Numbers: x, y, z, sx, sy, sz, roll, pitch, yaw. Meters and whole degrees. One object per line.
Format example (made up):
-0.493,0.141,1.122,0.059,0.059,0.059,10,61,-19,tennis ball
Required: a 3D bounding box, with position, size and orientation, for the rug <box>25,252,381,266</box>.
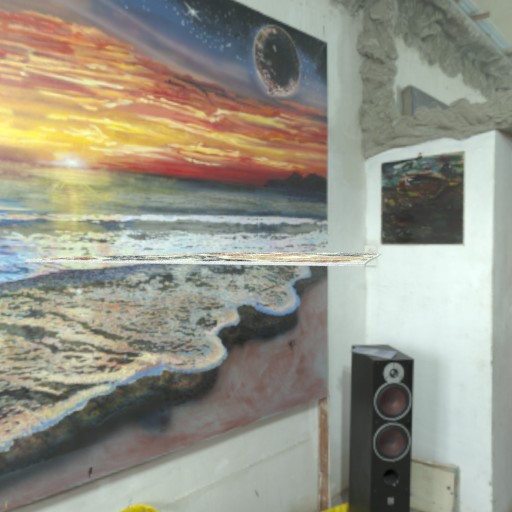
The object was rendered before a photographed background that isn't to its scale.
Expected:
0.000,0.000,2.882,1.514,0.014,2.275,0,1,17,rug
